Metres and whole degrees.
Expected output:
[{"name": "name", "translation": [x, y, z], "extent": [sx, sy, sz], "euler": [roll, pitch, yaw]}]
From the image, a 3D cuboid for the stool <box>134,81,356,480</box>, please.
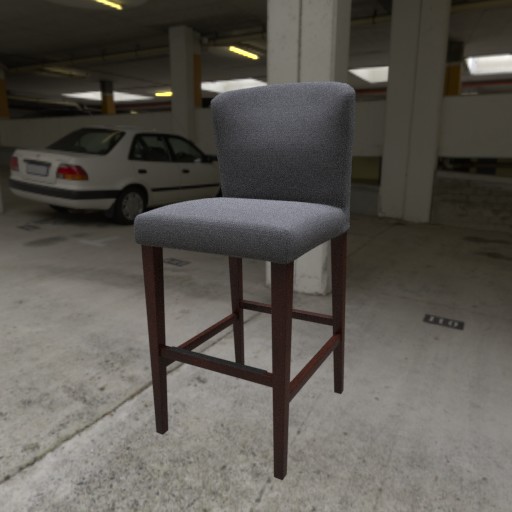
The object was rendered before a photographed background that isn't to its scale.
[{"name": "stool", "translation": [0.000, 0.000, 1.371], "extent": [0.486, 1.069, 0.568], "euler": [7, 15, 28]}]
